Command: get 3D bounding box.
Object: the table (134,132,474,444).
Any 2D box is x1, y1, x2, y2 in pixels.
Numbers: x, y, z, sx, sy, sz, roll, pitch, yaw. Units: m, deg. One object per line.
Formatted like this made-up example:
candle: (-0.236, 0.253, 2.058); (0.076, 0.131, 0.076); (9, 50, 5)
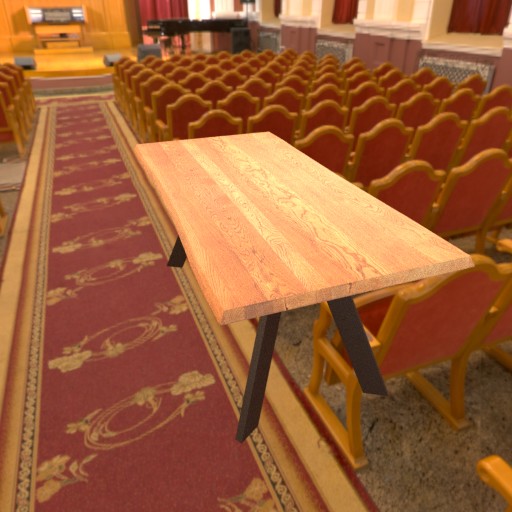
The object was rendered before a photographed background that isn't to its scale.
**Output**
table: (0.000, 0.000, 2.259); (0.900, 0.770, 1.800); (-11, 31, -18)
